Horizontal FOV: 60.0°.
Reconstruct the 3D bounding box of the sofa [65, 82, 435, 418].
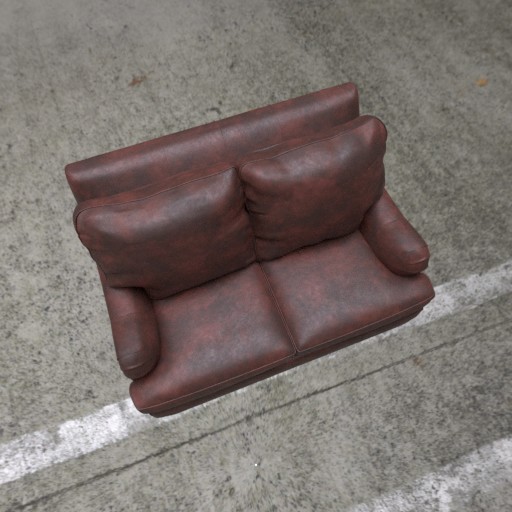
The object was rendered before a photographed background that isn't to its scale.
[{"bbox_3d":[0.000,0.000,2.370,1.628,1.070,1.148,-19,66,-9],"label":"sofa"}]
